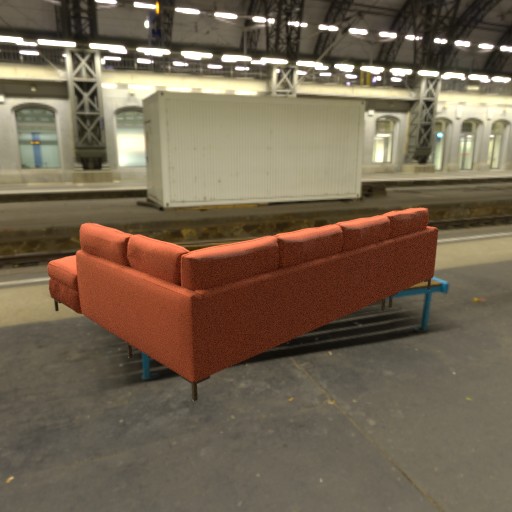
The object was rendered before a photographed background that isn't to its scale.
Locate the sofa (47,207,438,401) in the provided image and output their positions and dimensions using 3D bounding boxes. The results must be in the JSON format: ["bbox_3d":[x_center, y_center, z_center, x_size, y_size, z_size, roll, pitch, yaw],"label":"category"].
[{"bbox_3d":[0.000,0.000,3.698,2.736,0.757,1.879,-13,19,-43],"label":"sofa"}]
